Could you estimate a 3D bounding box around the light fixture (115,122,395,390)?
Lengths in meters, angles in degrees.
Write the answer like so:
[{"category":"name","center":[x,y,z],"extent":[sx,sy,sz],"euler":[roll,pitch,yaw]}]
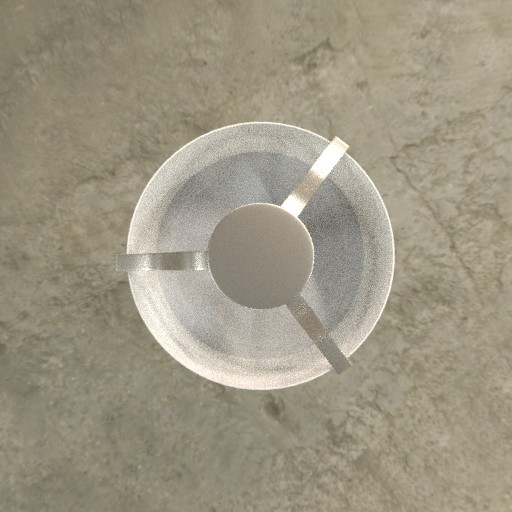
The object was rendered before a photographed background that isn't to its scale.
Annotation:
[{"category":"light fixture","center":[0.000,0.000,0.668],"extent":[0.395,0.304,0.395],"euler":[0,90,0]}]
